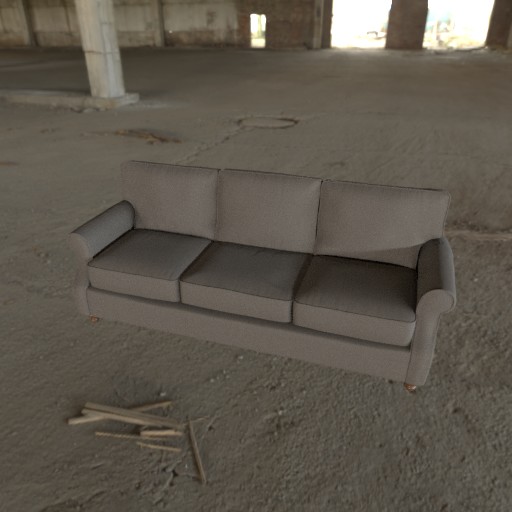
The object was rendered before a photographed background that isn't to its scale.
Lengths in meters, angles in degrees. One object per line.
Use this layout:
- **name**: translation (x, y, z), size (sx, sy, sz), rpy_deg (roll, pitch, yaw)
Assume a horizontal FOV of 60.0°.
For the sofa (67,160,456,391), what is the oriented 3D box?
- **sofa**: translation (0.000, 0.000, 2.867), size (2.353, 0.948, 0.966), rpy_deg (9, 29, 16)
